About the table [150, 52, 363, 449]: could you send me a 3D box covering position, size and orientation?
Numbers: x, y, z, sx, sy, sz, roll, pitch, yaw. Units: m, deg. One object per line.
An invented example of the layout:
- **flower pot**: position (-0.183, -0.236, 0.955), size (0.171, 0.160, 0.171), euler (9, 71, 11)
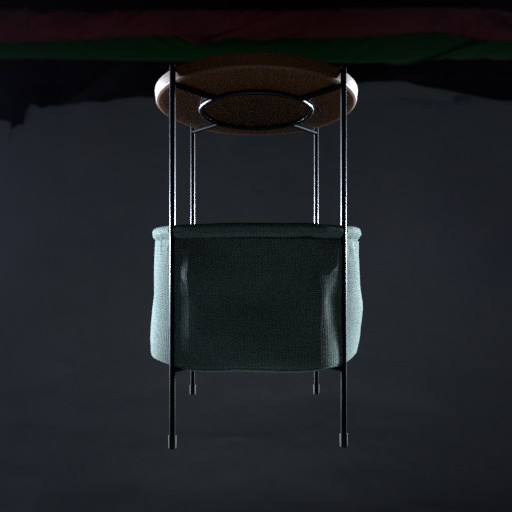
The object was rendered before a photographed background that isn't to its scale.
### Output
- **table**: position (0.000, 0.000, 0.863), size (0.400, 0.623, 0.400), euler (0, 0, -1)
